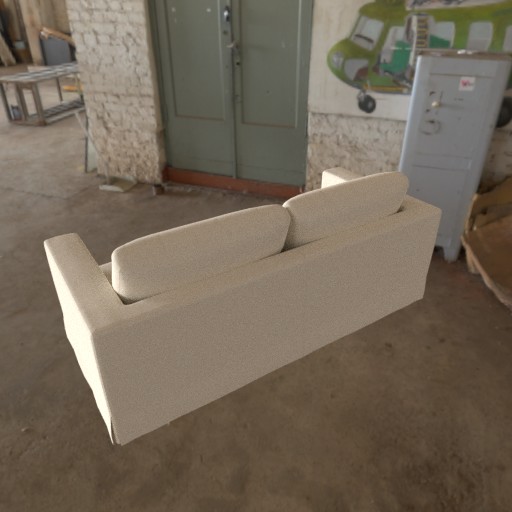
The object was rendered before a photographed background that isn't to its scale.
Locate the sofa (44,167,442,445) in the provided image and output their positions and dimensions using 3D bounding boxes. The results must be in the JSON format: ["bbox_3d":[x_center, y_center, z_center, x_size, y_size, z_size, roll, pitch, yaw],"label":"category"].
[{"bbox_3d":[0.000,0.000,2.656,2.163,0.881,0.954,-18,35,-28],"label":"sofa"}]
